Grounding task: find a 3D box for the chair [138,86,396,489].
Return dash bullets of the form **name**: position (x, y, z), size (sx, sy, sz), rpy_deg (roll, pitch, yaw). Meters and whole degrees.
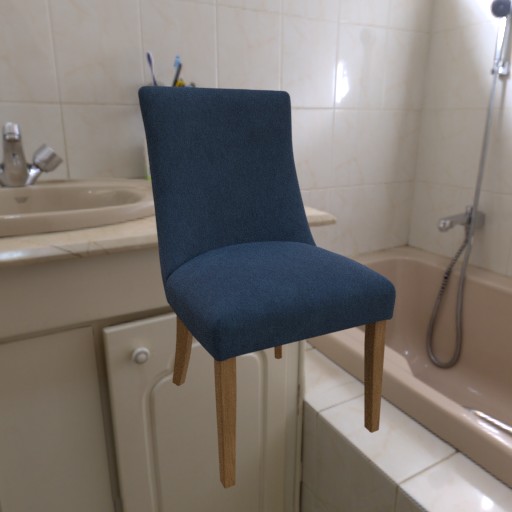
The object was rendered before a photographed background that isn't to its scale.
- **chair**: position (0.000, 0.000, 1.221), size (0.495, 0.902, 0.609), rpy_deg (-8, 18, -25)
